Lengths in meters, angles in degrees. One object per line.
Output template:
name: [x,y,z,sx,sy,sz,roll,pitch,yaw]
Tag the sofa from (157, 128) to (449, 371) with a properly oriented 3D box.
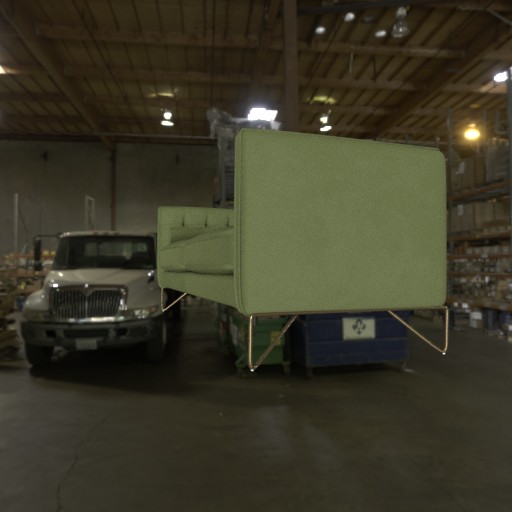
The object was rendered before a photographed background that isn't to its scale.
sofa: [0.000,0.000,2.510,0.867,0.789,2.087,1,-1,-20]
